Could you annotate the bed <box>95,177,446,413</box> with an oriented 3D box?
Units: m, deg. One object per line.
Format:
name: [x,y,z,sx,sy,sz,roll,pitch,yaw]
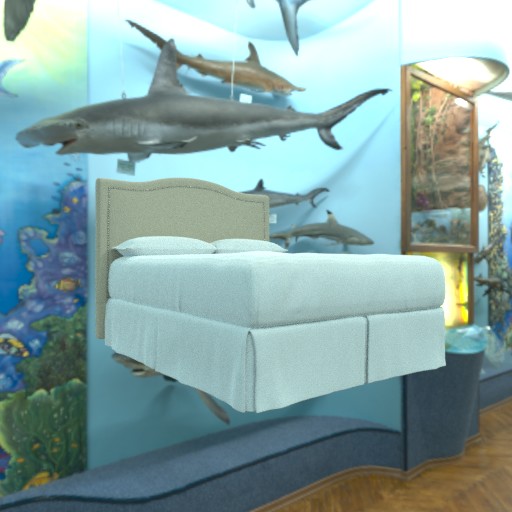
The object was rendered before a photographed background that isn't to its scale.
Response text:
bed: [0.000,0.000,3.307,1.753,1.460,2.143,0,-1,-36]
